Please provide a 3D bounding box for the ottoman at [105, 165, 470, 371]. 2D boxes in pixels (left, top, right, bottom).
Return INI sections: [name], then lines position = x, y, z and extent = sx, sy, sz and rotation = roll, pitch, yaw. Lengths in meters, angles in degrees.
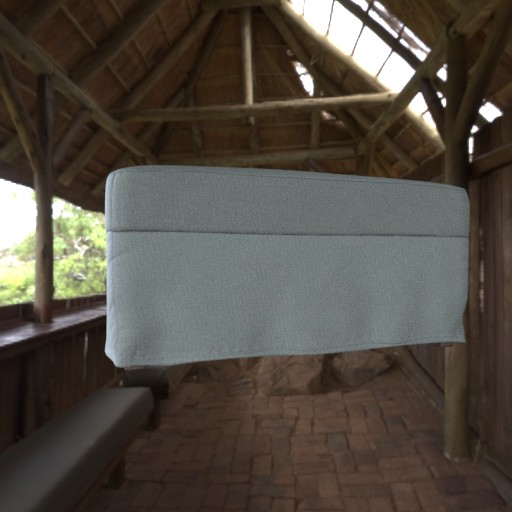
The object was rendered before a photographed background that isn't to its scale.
[ottoman]
position = 0.000, 0.000, 1.320
extent = 0.843, 0.441, 0.842
rotation = 0, 0, -18
